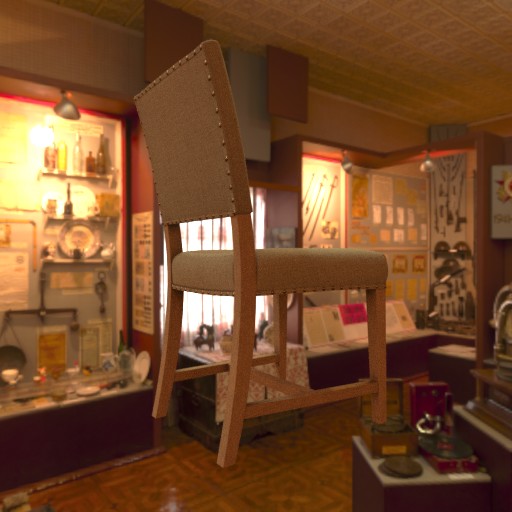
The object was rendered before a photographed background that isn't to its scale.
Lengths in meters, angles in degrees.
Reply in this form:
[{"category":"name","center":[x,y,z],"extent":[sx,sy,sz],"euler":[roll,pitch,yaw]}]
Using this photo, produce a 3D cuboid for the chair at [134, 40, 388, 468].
[{"category":"chair","center":[0.000,0.000,1.342],"extent":[0.622,0.986,0.508],"euler":[0,0,-36]}]
